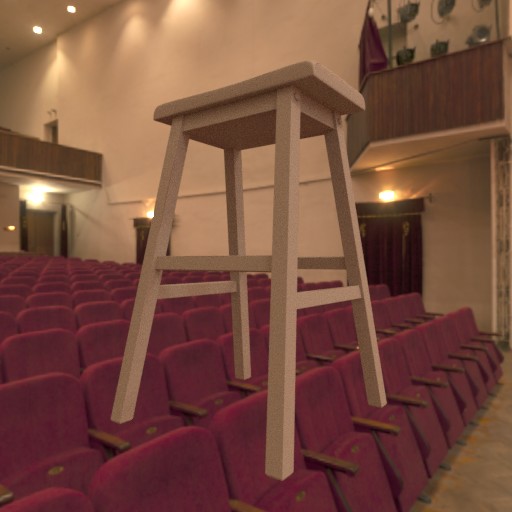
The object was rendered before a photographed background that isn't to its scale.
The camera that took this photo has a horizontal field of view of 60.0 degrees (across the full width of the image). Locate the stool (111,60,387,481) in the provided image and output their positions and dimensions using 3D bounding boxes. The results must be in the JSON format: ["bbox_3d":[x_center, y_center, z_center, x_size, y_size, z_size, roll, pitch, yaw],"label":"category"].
[{"bbox_3d":[0.000,0.000,1.049,0.457,0.737,0.476,0,-1,36],"label":"stool"}]
